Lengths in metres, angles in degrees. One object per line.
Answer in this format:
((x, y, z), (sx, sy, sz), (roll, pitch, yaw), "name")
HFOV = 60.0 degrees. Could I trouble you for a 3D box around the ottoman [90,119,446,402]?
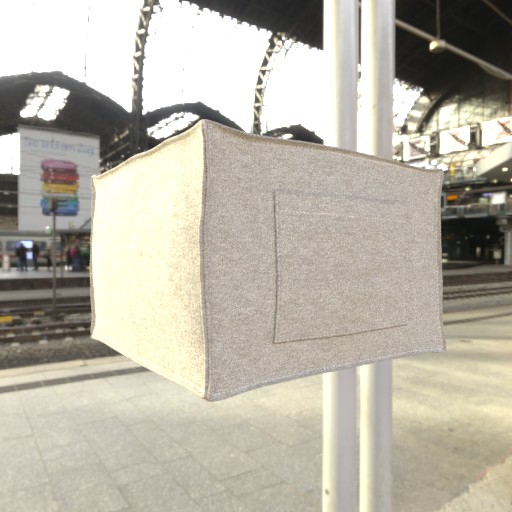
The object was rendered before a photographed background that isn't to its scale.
((0.000, 0.000, 1.160), (0.707, 0.470, 0.696), (0, 1, -35), "ottoman")
